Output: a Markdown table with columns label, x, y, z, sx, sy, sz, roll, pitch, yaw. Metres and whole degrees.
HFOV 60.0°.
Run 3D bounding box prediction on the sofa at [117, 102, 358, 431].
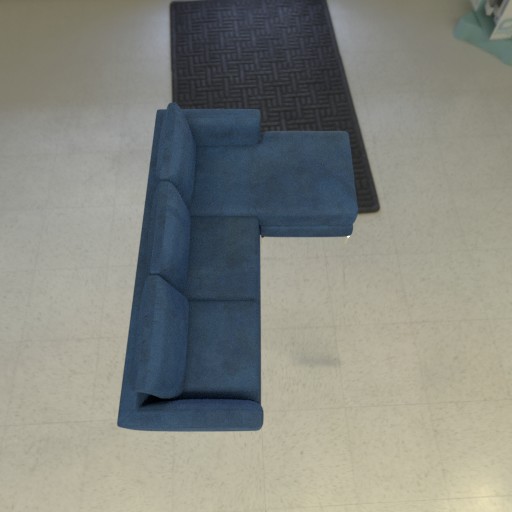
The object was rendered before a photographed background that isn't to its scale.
| label | x | y | z | sx | sy | sz | roll | pitch | yaw |
| --- | --- | --- | --- | --- | --- | --- | --- | --- | --- |
| sofa | 0.000 | 0.000 | 3.312 | 1.622 | 0.987 | 2.438 | 0 | 64 | 0 |
